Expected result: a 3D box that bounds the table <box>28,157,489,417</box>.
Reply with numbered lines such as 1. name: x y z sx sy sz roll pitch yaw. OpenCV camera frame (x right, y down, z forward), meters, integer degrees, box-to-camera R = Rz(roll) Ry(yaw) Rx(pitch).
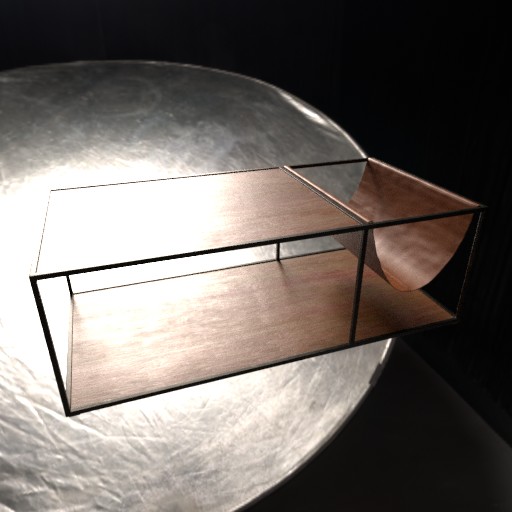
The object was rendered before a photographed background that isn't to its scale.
1. table: 0.000 0.000 1.424 1.199 0.403 0.597 -9 28 -17
